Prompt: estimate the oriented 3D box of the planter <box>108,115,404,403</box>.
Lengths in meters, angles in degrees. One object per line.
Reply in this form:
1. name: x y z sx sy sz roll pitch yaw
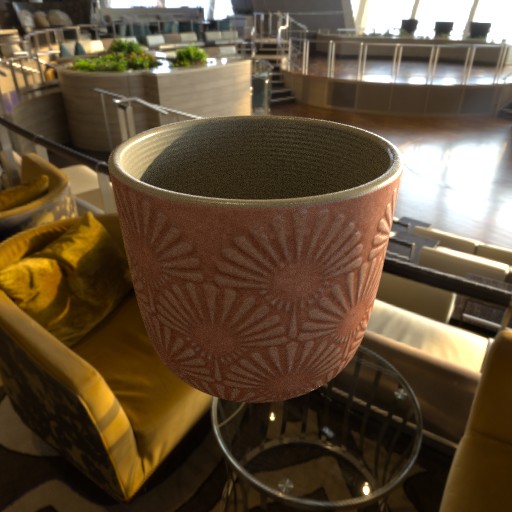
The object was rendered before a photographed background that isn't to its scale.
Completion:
1. planter: 0.000 0.000 0.219 0.124 0.109 0.124 0 30 0
